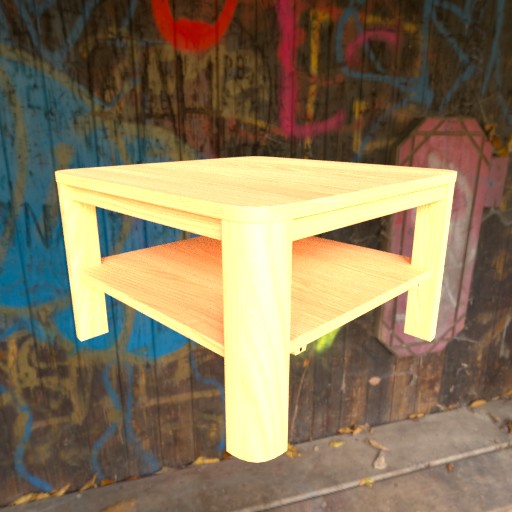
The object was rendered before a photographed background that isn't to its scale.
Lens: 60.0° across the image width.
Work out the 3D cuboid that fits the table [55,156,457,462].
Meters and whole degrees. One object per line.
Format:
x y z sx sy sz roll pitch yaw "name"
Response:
0.000 0.000 1.186 0.750 0.450 0.750 16 23 43 "table"
